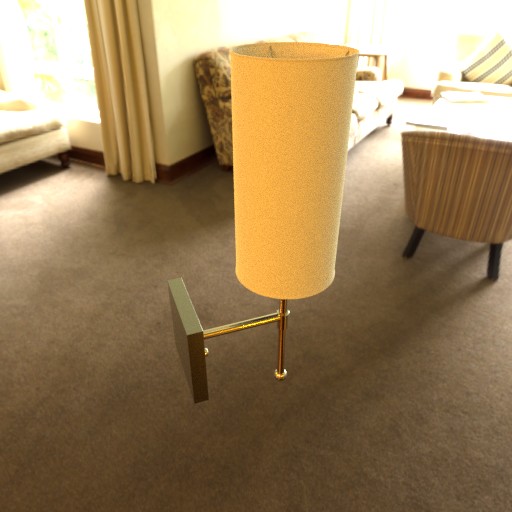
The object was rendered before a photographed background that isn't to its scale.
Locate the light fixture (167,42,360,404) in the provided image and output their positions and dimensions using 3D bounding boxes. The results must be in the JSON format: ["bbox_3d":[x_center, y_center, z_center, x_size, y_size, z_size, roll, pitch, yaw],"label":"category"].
[{"bbox_3d":[0.000,0.000,0.547,0.208,0.462,0.128,-11,33,-17],"label":"light fixture"}]
